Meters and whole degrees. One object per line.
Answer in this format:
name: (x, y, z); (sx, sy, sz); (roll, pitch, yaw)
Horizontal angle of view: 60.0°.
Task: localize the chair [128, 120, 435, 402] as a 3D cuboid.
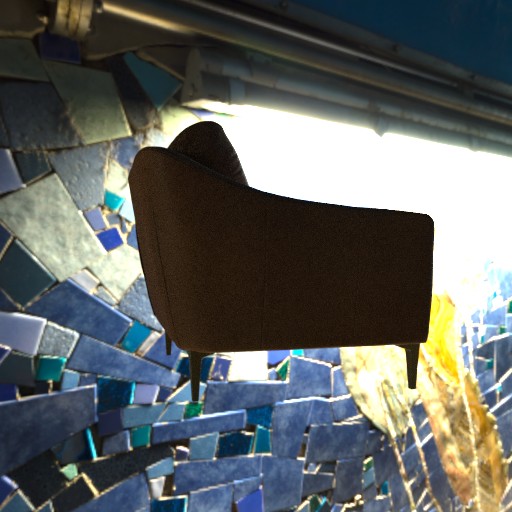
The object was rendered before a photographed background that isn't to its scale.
chair: (0.000, 0.000, 1.779); (0.963, 0.895, 0.988); (-1, 2, -19)
